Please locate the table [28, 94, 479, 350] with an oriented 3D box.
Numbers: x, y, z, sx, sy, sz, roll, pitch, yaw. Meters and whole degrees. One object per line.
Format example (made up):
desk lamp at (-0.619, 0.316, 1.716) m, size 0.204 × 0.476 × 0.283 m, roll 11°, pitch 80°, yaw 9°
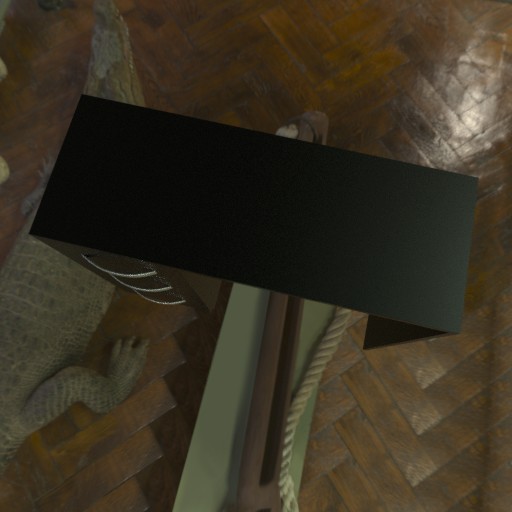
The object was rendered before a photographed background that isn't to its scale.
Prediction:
table at (0.000, 0.000, 1.350) m, size 0.930 × 0.790 × 0.380 m, roll 13°, pitch 76°, yaw 3°
